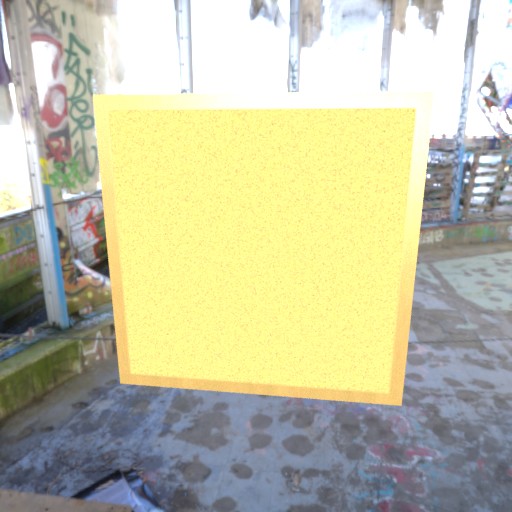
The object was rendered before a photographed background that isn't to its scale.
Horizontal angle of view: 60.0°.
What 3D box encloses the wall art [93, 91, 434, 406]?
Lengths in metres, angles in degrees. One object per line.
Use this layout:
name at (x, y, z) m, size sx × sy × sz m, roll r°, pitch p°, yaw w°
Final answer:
wall art at (0.000, 0.000, 2.804) m, size 1.935 × 1.936 × 0.097 m, roll 2°, pitch 16°, yaw 8°
